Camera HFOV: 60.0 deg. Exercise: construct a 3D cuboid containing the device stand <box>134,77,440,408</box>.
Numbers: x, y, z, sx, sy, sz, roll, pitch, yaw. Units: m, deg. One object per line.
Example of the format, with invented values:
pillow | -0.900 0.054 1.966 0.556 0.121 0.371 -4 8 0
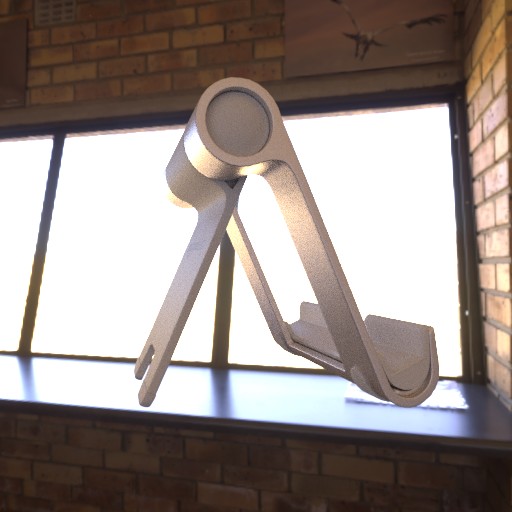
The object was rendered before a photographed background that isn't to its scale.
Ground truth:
device stand | 0.000 0.000 0.151 0.079 0.084 0.086 0 -1 -17
